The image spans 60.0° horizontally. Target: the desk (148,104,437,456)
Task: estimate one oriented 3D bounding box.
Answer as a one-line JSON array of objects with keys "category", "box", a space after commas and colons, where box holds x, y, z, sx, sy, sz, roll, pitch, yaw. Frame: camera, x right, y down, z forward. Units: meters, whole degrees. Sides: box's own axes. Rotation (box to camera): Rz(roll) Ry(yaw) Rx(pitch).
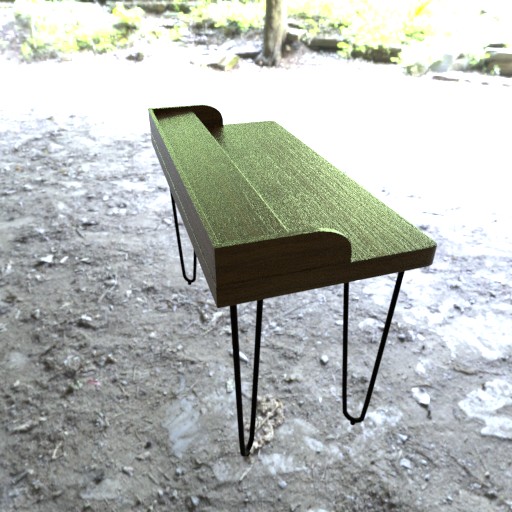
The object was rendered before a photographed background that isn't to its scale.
[{"category": "desk", "box": [0.000, 0.000, 1.667, 0.565, 0.854, 1.200, -10, 33, -15]}]
